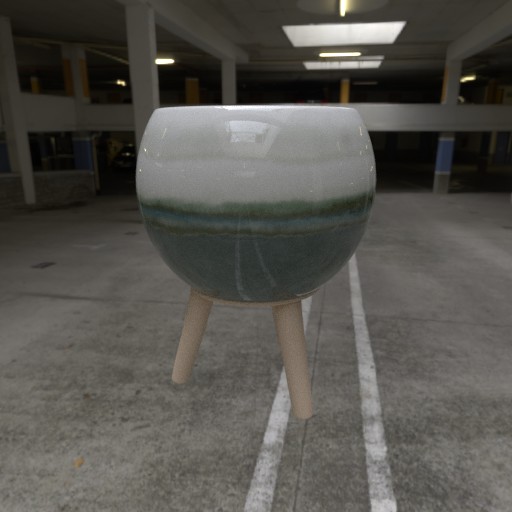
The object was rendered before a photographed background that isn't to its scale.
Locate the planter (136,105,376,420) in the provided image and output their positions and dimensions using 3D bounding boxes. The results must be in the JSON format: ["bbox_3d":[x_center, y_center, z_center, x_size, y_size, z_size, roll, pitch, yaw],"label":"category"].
[{"bbox_3d":[0.000,0.000,0.443,0.222,0.278,0.222,0,16,0],"label":"planter"}]
